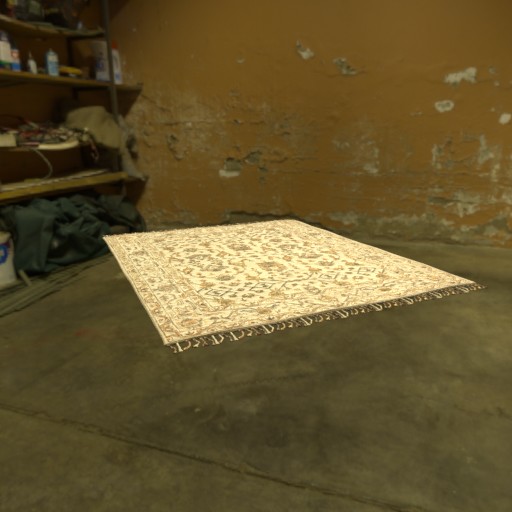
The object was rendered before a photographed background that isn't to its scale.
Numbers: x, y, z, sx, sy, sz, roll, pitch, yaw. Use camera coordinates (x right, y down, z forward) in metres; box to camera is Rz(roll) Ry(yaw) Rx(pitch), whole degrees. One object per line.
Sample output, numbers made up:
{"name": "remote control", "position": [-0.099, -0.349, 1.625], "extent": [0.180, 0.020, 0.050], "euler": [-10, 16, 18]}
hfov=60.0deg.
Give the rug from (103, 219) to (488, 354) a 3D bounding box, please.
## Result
{"name": "rug", "position": [0.000, 0.000, 4.140], "extent": [2.426, 0.034, 3.061], "euler": [-7, 17, -24]}
